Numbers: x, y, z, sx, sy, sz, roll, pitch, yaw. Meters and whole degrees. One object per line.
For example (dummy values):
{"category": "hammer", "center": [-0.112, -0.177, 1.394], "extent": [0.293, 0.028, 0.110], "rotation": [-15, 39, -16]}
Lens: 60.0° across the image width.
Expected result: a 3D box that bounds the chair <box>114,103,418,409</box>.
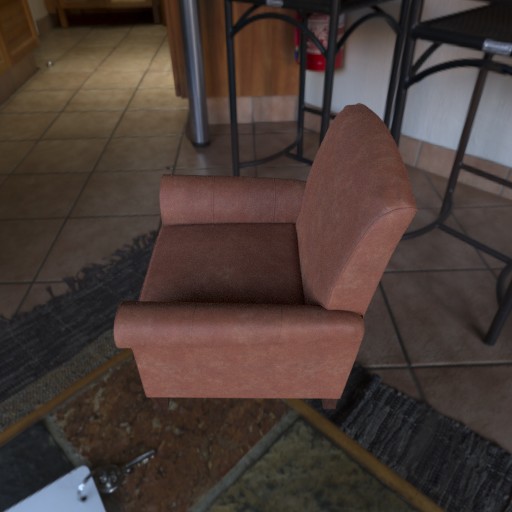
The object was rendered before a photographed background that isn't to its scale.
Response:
{"category": "chair", "center": [0.000, 0.000, 1.776], "extent": [0.902, 1.061, 0.978], "rotation": [0, 40, 0]}
